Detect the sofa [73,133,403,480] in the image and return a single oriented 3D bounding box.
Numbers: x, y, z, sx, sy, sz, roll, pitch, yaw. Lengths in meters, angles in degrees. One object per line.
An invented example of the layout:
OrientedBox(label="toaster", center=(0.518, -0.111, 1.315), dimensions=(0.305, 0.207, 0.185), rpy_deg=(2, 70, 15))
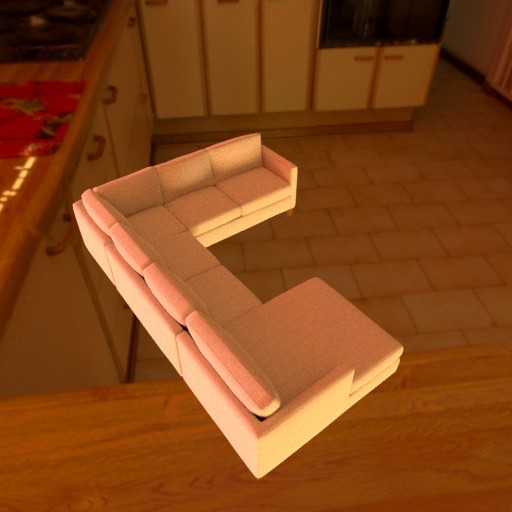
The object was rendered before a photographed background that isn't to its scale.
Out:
OrientedBox(label="sofa", center=(0.000, 0.000, 4.654), dimensions=(2.594, 0.961, 3.460), rpy_deg=(-26, 48, -27))
